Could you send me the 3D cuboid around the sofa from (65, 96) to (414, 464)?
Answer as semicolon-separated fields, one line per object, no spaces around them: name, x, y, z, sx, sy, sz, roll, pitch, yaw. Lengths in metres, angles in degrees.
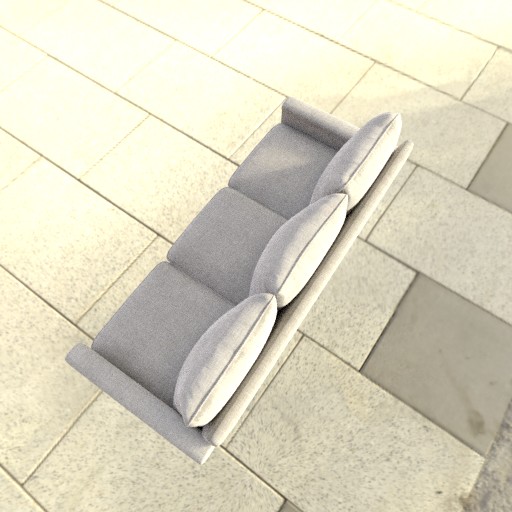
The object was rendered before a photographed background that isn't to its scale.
sofa;0.000;0.000;2.351;0.828;0.959;1.925;31;68;14
